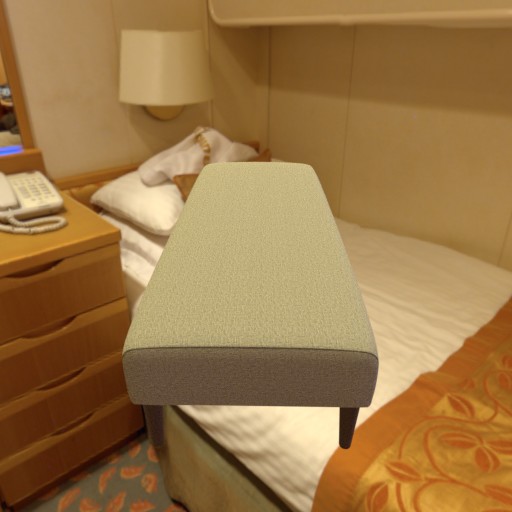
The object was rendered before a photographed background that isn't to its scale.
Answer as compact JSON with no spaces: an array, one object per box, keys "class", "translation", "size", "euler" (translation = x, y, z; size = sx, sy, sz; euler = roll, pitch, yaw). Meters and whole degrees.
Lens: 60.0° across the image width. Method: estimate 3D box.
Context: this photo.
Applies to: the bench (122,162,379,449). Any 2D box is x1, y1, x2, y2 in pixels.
[{"class":"bench","translation":[0.000,0.000,1.787],"size":[0.631,0.383,1.598],"euler":[0,27,1]}]
